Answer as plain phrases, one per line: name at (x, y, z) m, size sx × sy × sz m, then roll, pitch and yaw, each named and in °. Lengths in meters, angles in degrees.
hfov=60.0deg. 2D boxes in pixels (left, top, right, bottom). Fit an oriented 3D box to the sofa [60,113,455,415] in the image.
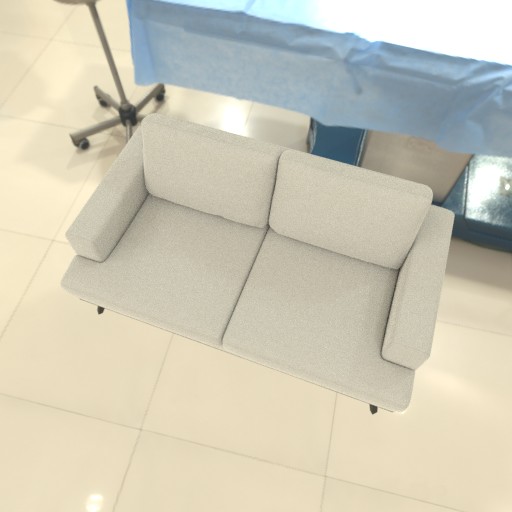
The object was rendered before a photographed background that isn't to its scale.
sofa at (0.000, 0.000, 2.122) m, size 1.650 × 0.810 × 0.920 m, roll 18°, pitch 62°, yaw 10°
